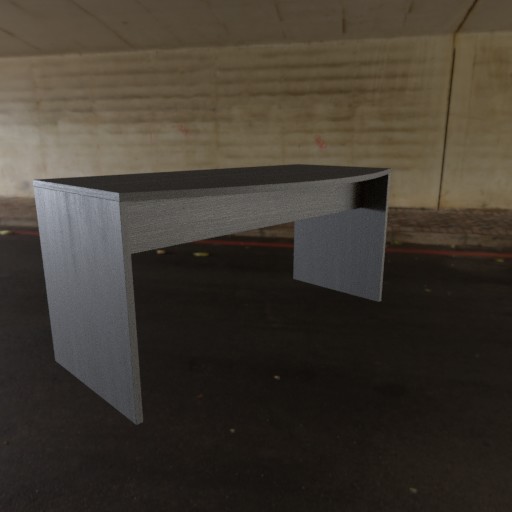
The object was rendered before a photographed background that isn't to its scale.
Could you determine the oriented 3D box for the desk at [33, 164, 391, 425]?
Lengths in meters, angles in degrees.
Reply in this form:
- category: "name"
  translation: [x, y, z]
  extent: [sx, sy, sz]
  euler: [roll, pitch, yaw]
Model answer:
- category: "desk"
  translation: [0.000, 0.000, 2.056]
  extent: [0.802, 0.750, 1.600]
  euler: [14, 20, 42]
